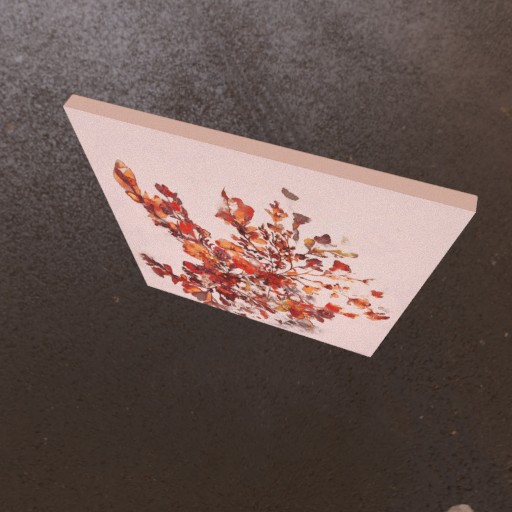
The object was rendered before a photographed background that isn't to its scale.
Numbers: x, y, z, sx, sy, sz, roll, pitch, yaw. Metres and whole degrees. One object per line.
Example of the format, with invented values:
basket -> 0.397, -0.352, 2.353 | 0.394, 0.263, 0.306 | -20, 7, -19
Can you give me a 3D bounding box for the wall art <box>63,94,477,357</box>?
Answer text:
wall art -> 0.000, 0.000, 1.475 | 1.009, 1.009, 0.049 | 17, 61, 9
